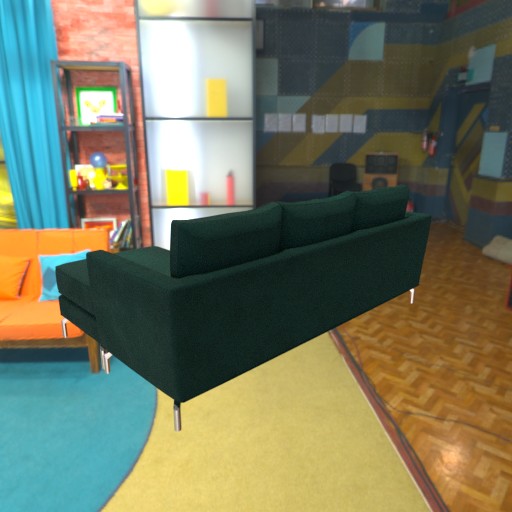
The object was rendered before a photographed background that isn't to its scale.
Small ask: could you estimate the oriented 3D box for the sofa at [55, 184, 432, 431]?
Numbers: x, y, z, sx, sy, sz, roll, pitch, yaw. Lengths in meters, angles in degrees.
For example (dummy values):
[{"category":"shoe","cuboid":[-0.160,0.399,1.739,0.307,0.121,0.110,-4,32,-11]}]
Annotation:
[{"category":"sofa","cuboid":[0.000,0.000,3.245,2.441,1.007,1.489,-15,22,-42]}]
